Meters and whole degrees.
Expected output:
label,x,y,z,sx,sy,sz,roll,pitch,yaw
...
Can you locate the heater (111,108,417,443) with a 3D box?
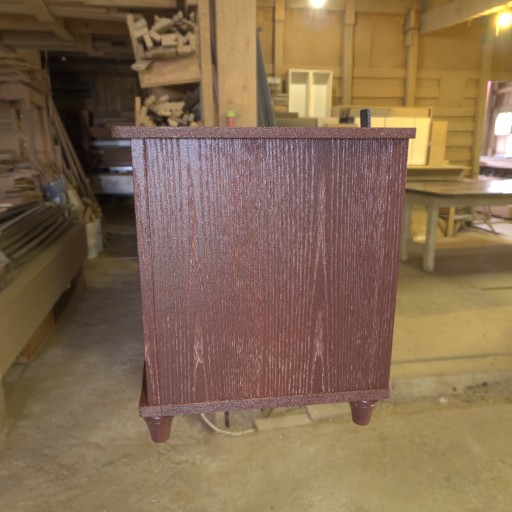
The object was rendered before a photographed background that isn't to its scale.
label,x,y,z,sx,sy,sz,roll,pitch,yaw
heater,0.000,0.000,0.757,0.400,0.481,0.362,-2,14,-7
